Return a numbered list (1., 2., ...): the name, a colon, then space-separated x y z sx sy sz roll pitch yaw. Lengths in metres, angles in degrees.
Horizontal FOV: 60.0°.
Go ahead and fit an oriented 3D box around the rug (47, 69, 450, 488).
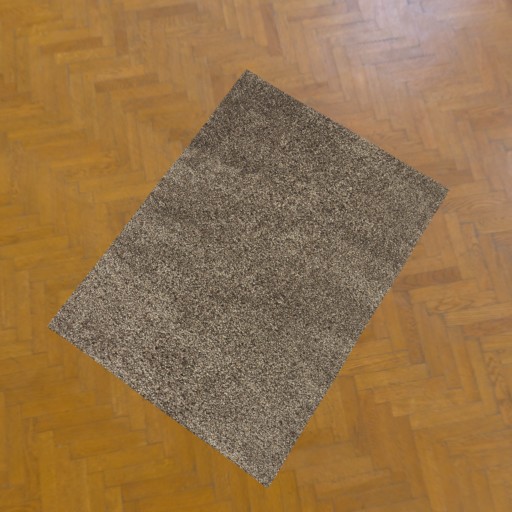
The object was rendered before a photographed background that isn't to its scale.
1. rug: 0.000 0.000 2.083 1.198 0.025 1.601 33 79 7
